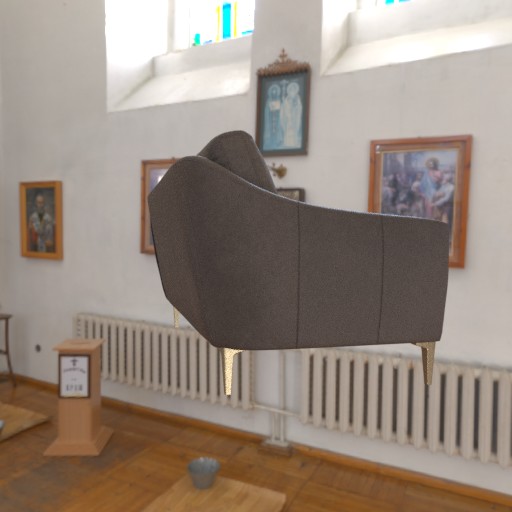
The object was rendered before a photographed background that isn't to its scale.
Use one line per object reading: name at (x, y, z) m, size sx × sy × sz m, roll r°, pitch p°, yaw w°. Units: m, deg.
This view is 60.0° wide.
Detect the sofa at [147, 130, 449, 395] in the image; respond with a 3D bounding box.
sofa at (0.000, 0.000, 2.190) m, size 0.960 × 0.902 × 1.619 m, roll -1°, pitch 2°, yaw -18°
